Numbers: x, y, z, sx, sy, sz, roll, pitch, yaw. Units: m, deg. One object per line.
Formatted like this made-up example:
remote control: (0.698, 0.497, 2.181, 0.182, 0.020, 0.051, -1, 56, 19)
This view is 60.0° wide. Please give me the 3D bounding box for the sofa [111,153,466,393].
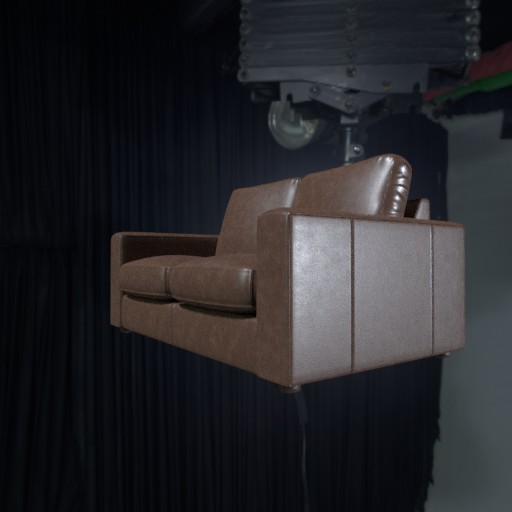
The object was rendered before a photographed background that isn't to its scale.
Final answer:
sofa: (0.000, 0.000, 2.216, 1.016, 0.873, 1.616, 0, -1, -36)
